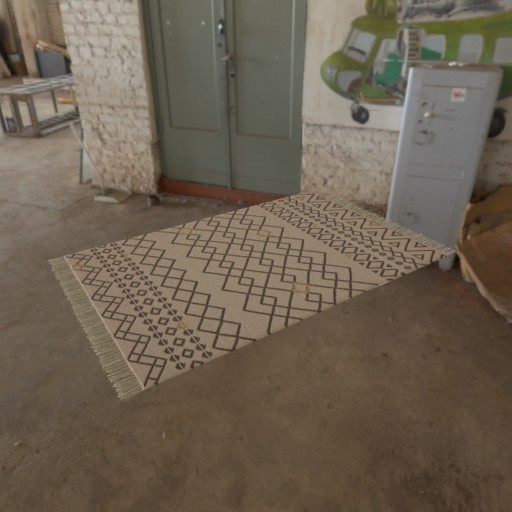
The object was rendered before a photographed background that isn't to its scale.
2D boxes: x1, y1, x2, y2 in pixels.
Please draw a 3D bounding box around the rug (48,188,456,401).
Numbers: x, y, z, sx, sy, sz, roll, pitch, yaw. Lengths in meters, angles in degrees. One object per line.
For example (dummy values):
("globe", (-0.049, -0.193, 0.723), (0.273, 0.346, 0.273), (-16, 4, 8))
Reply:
("rug", (0.000, 0.000, 2.538), (2.023, 0.028, 1.224), (-18, 34, -29))
